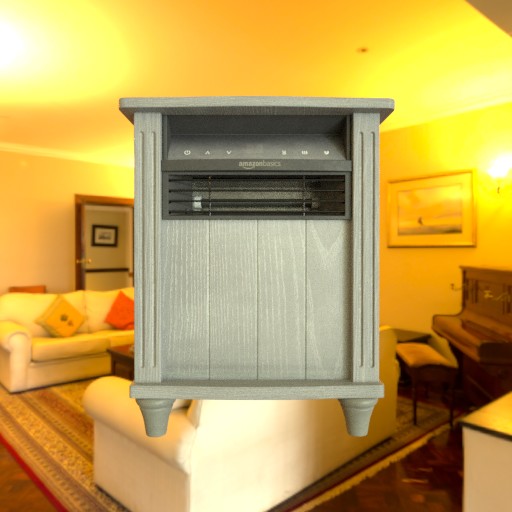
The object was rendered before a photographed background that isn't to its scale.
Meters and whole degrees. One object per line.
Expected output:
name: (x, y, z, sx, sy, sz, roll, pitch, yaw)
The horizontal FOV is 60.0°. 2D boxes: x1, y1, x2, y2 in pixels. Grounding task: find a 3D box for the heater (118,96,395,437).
heater: (0.000, 0.000, 0.765, 0.362, 0.481, 0.400, 0, 0, 0)
